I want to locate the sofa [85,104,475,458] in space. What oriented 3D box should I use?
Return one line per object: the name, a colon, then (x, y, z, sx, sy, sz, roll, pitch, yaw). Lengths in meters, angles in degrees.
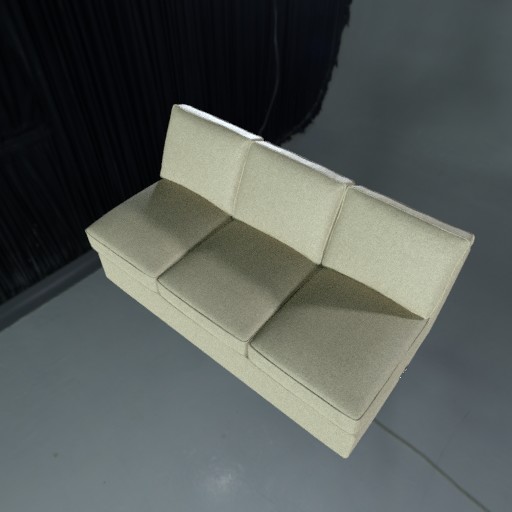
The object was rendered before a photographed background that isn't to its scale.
sofa: (0.000, 0.000, 2.563, 1.962, 0.973, 1.027, 31, 53, 26)
